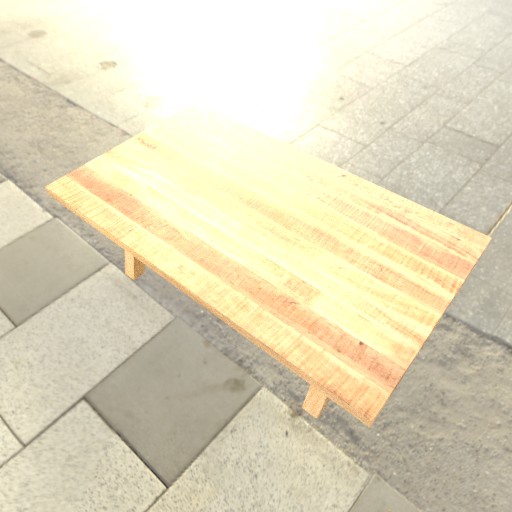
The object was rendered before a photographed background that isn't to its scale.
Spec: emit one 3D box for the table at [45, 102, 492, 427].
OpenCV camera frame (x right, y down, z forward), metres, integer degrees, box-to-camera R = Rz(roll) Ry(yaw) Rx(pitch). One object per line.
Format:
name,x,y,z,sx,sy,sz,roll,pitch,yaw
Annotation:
table,0.000,0.000,1.661,1.320,0.455,0.760,32,56,25
